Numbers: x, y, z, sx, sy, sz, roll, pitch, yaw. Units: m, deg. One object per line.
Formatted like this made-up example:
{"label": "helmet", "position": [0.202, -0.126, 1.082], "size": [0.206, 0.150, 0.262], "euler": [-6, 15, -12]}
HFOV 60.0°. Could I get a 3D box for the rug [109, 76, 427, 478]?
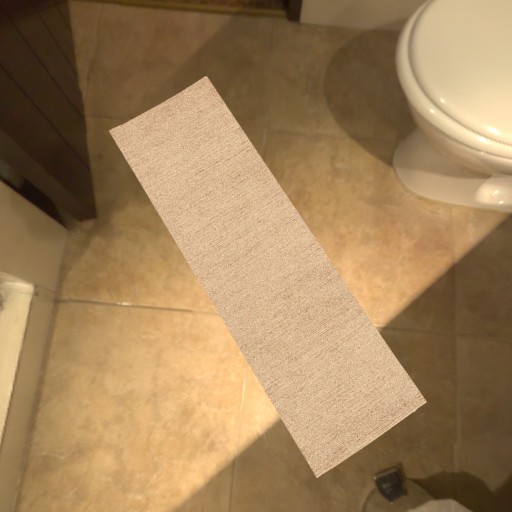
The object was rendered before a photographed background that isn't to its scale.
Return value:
{"label": "rug", "position": [0.000, 0.000, 2.561], "size": [0.712, 0.013, 2.346], "euler": [-31, 79, -7]}
